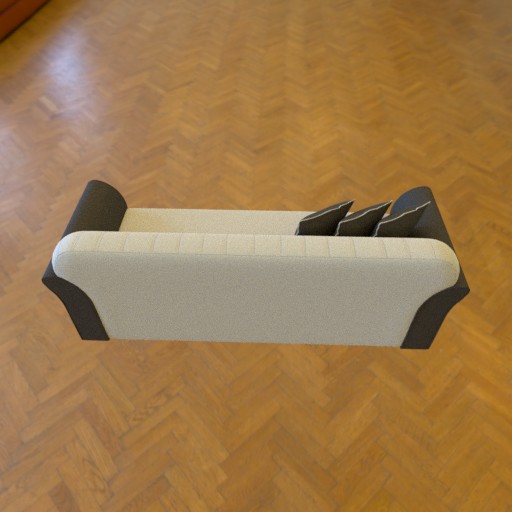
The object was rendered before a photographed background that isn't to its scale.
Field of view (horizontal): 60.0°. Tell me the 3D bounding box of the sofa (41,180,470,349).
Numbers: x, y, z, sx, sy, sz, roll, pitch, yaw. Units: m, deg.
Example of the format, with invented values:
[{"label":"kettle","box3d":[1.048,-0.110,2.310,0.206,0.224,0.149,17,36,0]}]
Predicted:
[{"label":"sofa","box3d":[0.000,0.000,2.459,2.001,0.787,0.755,1,46,1]}]
